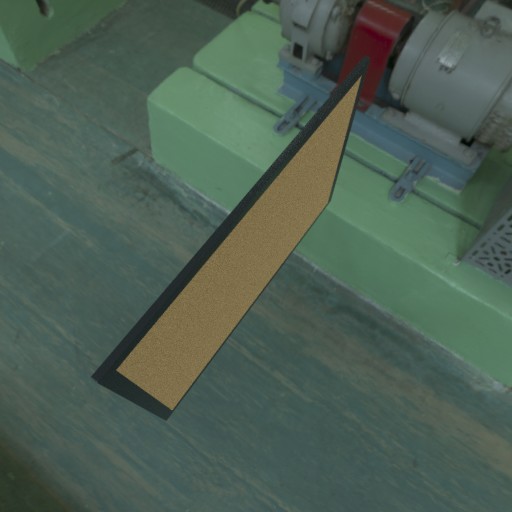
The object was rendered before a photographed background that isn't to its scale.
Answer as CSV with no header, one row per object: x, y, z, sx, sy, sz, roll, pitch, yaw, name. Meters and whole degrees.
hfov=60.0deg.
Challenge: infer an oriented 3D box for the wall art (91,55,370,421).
0.000,0.000,1.039,0.015,0.552,0.819,32,68,15,wall art
